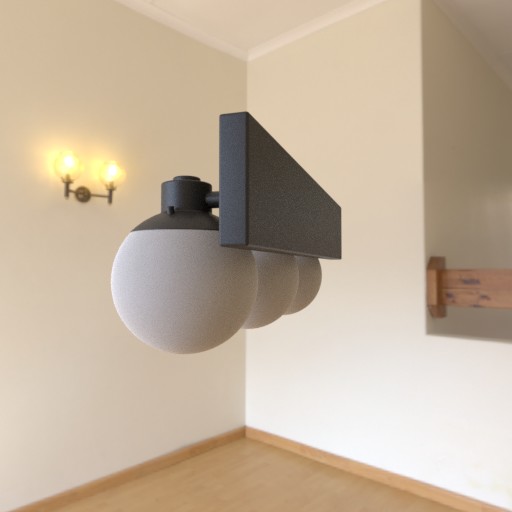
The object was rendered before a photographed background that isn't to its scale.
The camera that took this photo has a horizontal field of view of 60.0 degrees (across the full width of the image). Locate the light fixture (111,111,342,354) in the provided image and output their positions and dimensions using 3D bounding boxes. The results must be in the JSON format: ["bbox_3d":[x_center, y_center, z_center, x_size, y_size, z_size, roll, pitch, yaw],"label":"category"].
[{"bbox_3d":[0.000,0.000,0.803,0.218,0.263,0.721,-1,-2,18],"label":"light fixture"}]
